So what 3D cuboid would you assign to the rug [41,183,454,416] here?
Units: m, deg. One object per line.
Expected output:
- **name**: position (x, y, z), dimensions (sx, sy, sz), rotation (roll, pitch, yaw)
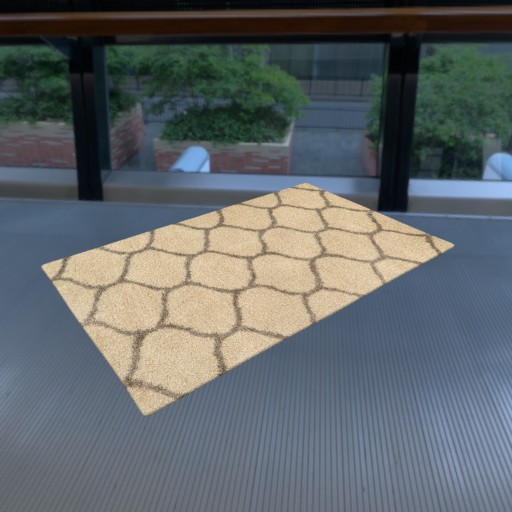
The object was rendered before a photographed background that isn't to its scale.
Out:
- **rug**: position (0.000, 0.000, 2.966), dimensions (2.348, 0.024, 1.501), rotation (-22, 37, -32)
